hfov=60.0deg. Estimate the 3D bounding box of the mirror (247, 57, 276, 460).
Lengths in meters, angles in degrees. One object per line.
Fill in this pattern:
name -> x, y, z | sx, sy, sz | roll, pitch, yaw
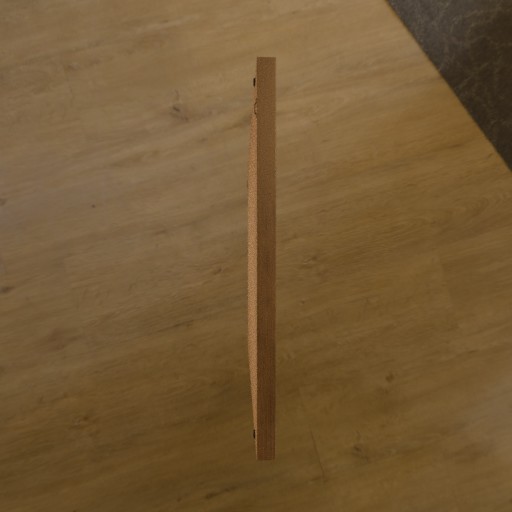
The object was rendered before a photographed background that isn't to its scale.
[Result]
mirror -> 0.000, 0.000, 1.344 | 0.041, 1.016, 0.762 | 0, 91, -2
